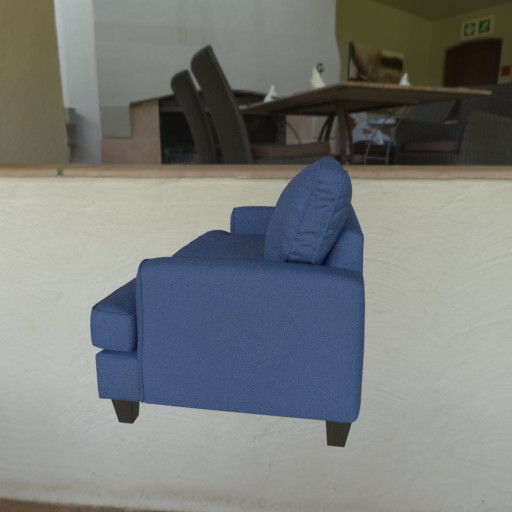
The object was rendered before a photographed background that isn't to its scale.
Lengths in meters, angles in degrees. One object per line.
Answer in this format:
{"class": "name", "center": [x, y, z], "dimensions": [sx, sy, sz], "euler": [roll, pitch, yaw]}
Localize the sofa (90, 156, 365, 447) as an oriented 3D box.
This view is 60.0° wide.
{"class": "sofa", "center": [0.000, 0.000, 2.223], "dimensions": [0.965, 0.965, 1.651], "euler": [2, 13, 9]}
